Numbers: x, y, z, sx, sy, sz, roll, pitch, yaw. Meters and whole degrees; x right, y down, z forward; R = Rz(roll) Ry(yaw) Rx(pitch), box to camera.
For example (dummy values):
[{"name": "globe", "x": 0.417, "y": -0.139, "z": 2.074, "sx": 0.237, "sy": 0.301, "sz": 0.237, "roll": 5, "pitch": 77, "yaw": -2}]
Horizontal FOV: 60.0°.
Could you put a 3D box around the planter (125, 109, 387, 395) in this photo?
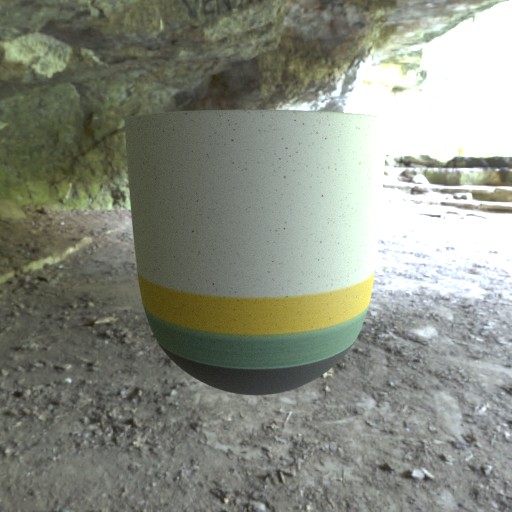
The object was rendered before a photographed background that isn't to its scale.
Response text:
[{"name": "planter", "x": 0.000, "y": 0.000, "z": 0.366, "sx": 0.195, "sy": 0.214, "sz": 0.195, "roll": 0, "pitch": 13, "yaw": 0}]
